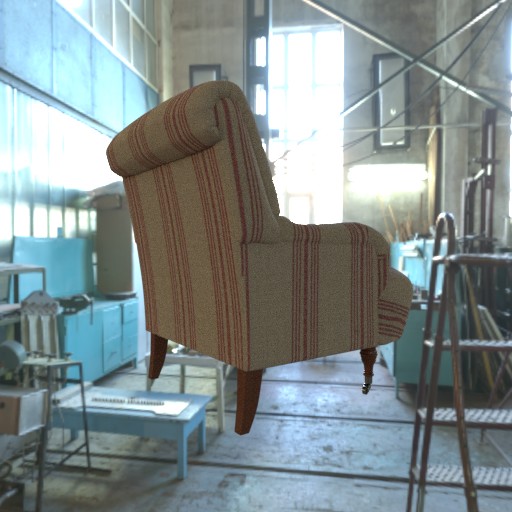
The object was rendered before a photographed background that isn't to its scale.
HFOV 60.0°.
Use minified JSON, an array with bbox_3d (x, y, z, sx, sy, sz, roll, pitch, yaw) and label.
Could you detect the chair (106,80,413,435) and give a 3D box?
[{"bbox_3d":[0.000,0.000,1.898,1.058,1.123,0.933,-1,2,-36],"label":"chair"}]
